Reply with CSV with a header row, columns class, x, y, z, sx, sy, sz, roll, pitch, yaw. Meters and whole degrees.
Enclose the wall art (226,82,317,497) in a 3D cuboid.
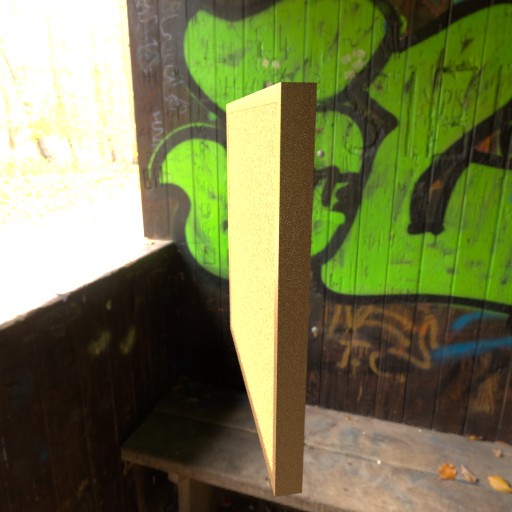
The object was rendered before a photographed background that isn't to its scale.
class,x,y,z,sx,sy,sz,roll,pitch,yaw
wall art,0.000,0.000,0.754,0.037,0.509,0.510,-3,17,-9
